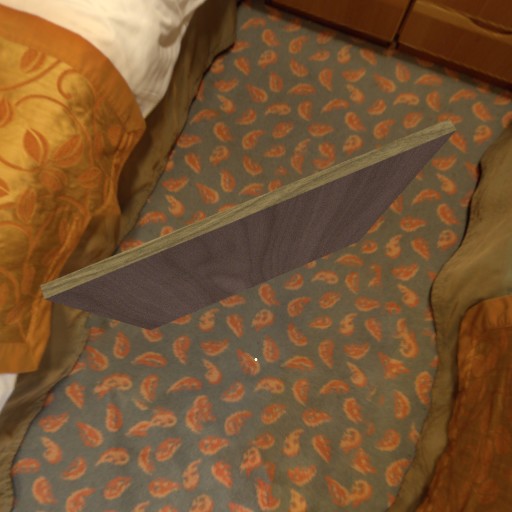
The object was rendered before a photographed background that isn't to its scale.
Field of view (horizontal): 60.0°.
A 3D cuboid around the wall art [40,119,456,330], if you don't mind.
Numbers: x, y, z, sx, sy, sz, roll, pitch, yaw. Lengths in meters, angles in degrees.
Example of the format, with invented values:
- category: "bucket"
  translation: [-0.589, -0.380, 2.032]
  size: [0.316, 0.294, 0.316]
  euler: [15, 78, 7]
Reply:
- category: "wall art"
  translation: [0.000, 0.000, 0.748]
  size: [0.508, 0.507, 0.016]
  euler: [-23, 78, -5]
